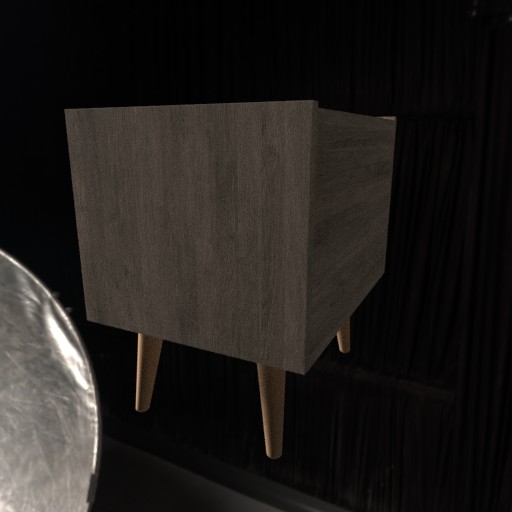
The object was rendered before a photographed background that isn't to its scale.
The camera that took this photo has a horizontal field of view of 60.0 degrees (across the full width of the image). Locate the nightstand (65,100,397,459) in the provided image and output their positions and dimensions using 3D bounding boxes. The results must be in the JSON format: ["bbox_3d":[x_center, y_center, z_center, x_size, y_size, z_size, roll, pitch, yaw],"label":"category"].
[{"bbox_3d":[0.000,0.000,0.819,0.380,0.500,0.480,8,17,26],"label":"nightstand"}]
